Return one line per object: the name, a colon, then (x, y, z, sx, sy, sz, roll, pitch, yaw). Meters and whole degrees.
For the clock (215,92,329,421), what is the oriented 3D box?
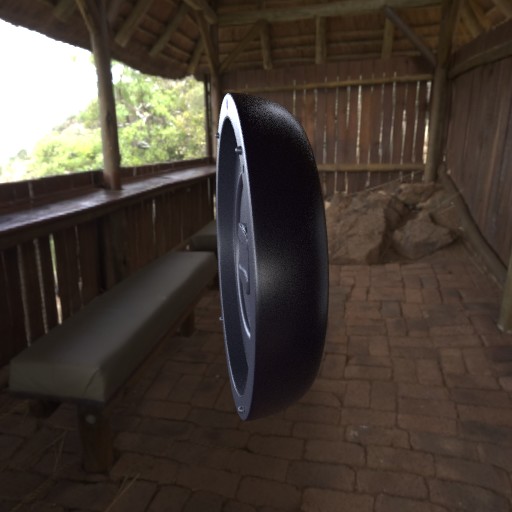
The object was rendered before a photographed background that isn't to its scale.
clock: (0.000, 0.000, 0.434, 0.060, 0.300, 0.300, -3, 17, -9)
